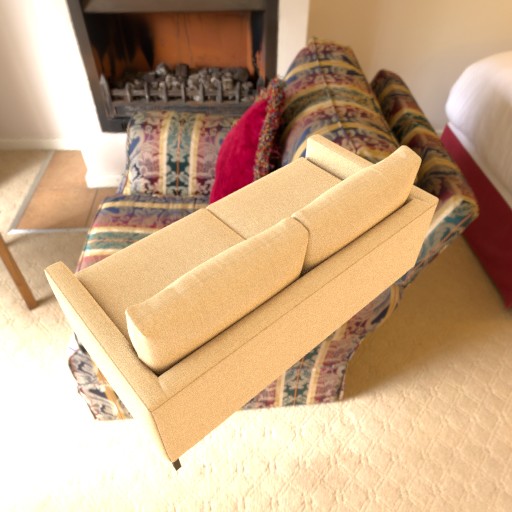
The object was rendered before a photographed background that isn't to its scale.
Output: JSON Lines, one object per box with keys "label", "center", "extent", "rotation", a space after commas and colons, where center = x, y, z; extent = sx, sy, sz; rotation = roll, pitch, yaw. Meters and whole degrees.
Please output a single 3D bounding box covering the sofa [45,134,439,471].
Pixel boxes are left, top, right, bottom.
{"label": "sofa", "center": [0.000, 0.000, 2.087], "extent": [1.651, 0.812, 0.839], "rotation": [-32, 53, -28]}
